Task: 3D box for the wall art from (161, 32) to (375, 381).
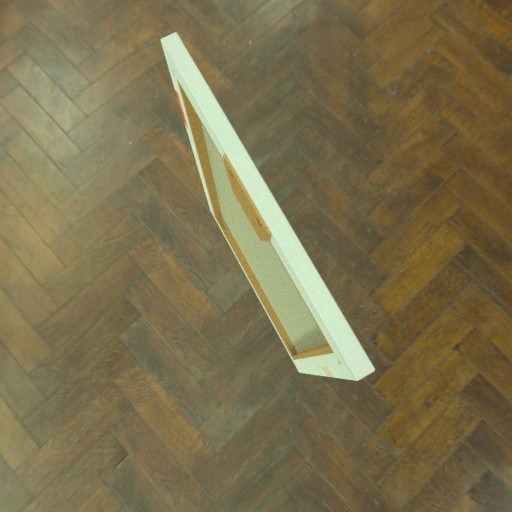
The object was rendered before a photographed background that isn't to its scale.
[{"bbox_3d":[0.000,0.000,1.308,0.045,1.014,0.759,-28,78,-7],"label":"wall art"}]
